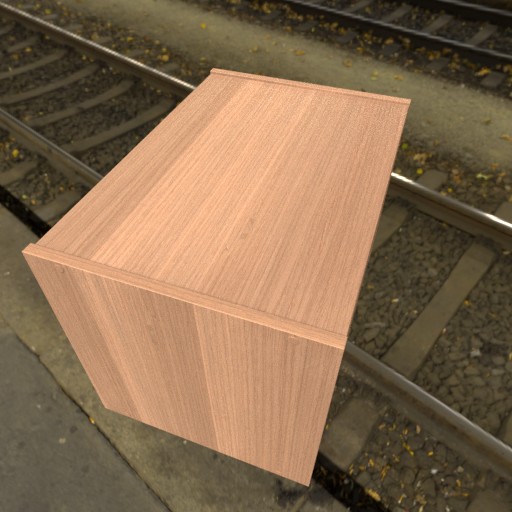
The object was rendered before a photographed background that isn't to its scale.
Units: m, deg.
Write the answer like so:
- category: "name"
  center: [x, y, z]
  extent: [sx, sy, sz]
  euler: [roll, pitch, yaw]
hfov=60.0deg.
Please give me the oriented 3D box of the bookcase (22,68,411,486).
- category: "bookcase"
  center: [0.000, 0.000, 0.602]
  extent: [0.290, 0.305, 0.415]
  euler: [15, 47, 14]
